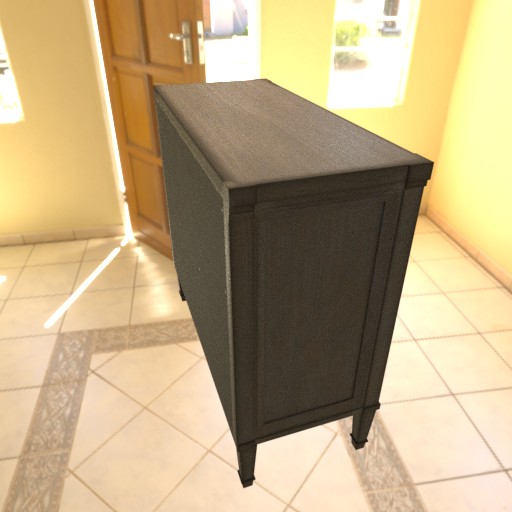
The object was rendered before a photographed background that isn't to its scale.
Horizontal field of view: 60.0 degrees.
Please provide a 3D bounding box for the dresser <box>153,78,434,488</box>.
[{"bbox_3d":[0.000,0.000,1.561,0.463,0.986,1.049,-10,33,-16],"label":"dresser"}]
